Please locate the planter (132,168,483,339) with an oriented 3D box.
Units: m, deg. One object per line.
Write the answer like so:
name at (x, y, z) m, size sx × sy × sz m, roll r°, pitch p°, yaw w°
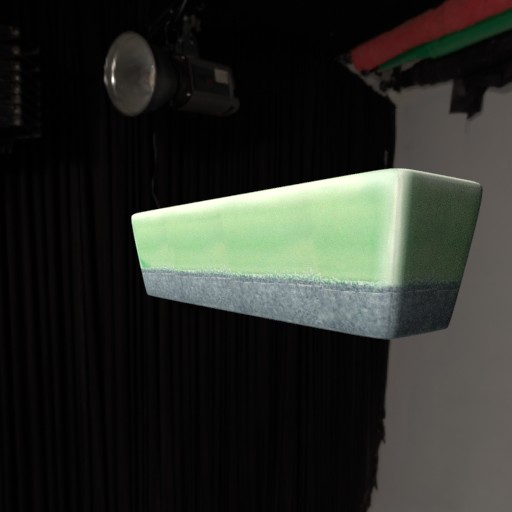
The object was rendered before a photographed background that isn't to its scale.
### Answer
planter at (0.000, 0.000, 0.299) m, size 0.072 × 0.072 × 0.275 m, roll 0°, pitch 1°, yaw -37°
